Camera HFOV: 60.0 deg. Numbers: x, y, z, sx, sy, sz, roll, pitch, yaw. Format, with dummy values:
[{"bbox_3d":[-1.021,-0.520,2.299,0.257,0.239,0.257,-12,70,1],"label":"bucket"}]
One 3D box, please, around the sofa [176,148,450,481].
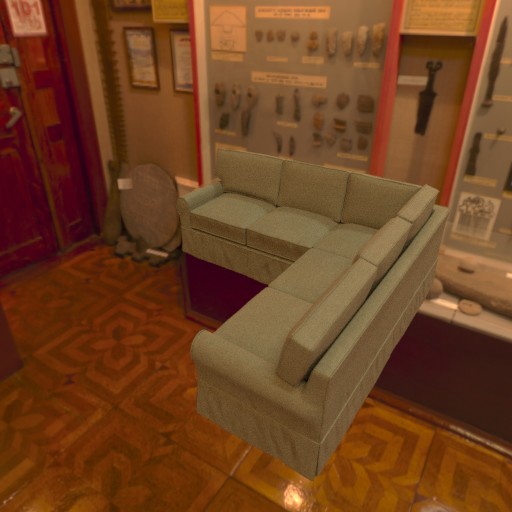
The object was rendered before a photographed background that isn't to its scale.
[{"bbox_3d":[0.000,0.000,3.946,2.618,1.081,2.623,19,35,29],"label":"sofa"}]
